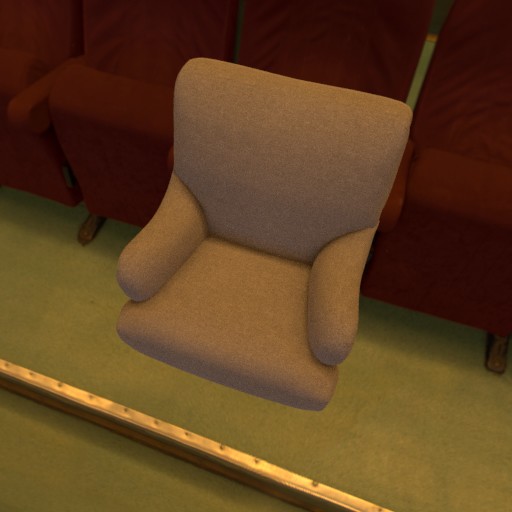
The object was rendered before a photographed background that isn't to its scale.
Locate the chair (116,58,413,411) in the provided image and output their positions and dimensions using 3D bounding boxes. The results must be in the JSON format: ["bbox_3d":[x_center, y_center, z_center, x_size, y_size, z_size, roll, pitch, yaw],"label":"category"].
[{"bbox_3d":[0.000,0.000,1.548,0.766,0.942,0.843,17,60,10],"label":"chair"}]
